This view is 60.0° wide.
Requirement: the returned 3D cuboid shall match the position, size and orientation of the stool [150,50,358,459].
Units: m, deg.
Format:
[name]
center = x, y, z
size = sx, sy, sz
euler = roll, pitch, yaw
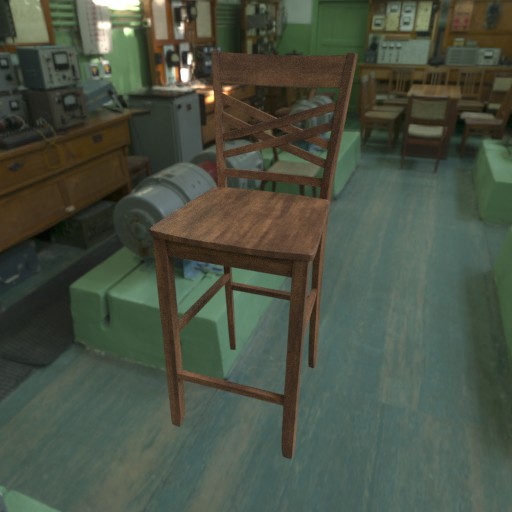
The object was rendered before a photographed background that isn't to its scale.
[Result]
[stool]
center = 0.000, 0.000, 1.343
size = 0.433, 1.105, 0.487
euler = 9, 29, 17
